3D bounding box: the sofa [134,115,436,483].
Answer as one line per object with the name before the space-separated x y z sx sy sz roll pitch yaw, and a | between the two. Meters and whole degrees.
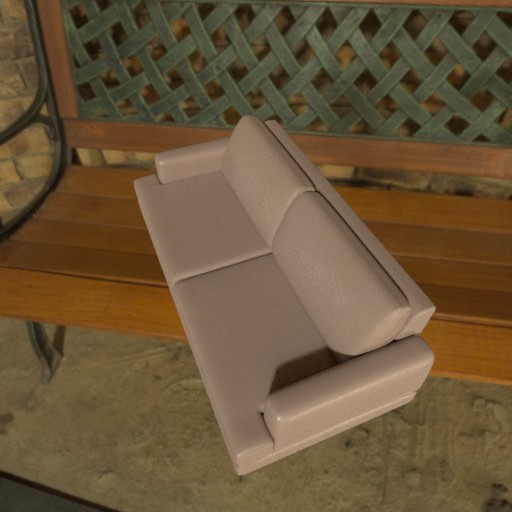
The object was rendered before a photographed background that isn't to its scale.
sofa | 0.000 0.000 2.439 0.974 0.765 1.940 -17 49 -15
